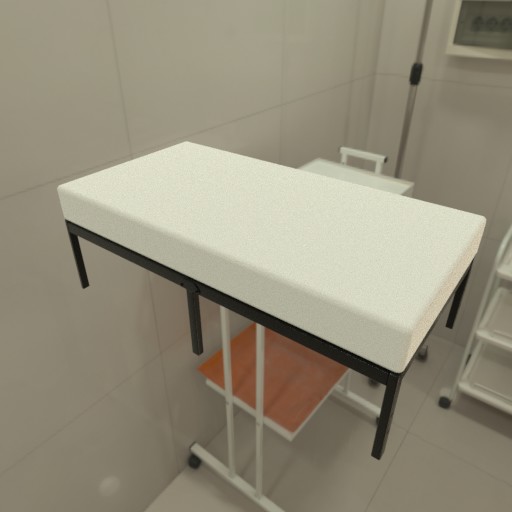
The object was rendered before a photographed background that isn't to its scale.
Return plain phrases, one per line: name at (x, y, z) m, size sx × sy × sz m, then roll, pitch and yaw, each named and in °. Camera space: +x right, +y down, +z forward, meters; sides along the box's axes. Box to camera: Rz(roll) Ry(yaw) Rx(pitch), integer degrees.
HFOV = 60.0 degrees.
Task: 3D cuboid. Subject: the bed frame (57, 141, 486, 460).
bed frame at (0.000, 0.000, 2.386) m, size 1.950 × 0.659 × 1.023 m, roll 21°, pitch 38°, yaw 31°
